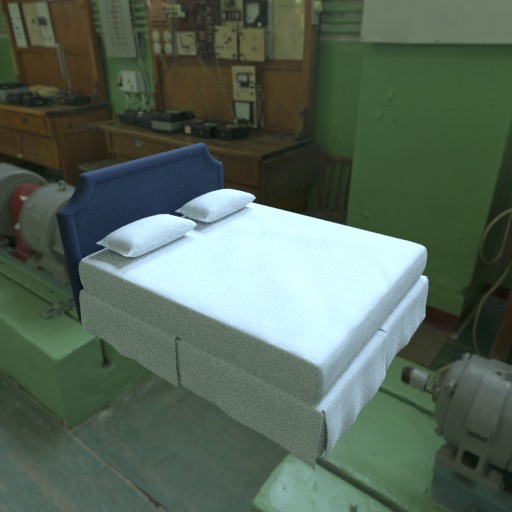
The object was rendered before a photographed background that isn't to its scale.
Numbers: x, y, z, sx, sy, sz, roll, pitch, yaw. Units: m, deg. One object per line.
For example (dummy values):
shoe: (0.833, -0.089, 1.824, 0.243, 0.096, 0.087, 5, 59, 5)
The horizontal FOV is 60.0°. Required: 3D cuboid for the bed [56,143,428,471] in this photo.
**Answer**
bed: (0.000, 0.000, 4.162, 2.773, 1.488, 2.350, 18, 32, 32)
